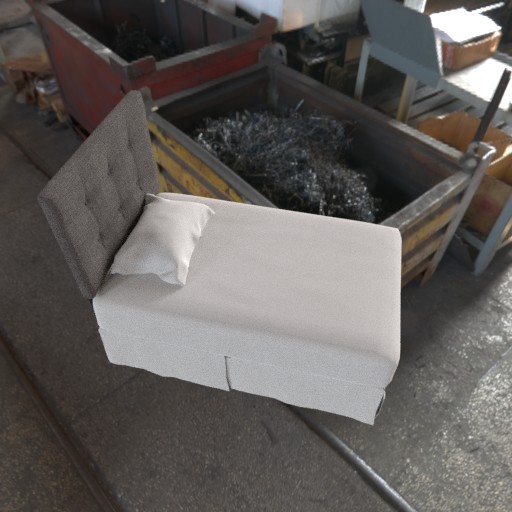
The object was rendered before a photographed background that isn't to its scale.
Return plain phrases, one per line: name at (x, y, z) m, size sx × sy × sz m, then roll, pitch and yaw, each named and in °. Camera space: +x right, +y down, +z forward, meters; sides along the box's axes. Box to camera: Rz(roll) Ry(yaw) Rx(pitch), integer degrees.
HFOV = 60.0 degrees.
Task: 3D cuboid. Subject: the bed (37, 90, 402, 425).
bed at (0.000, 0.000, 2.969) m, size 1.997 × 1.571 × 1.261 m, roll 10°, pitch 48°, yaw 9°
